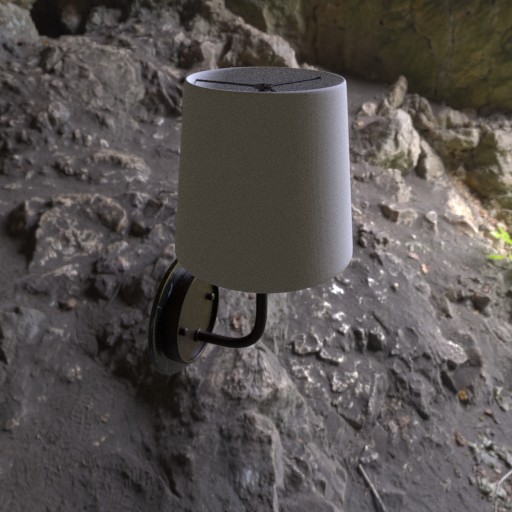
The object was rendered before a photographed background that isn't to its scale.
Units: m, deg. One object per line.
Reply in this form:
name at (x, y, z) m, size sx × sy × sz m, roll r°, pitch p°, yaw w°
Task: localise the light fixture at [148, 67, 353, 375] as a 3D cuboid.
light fixture at (0.000, 0.000, 0.446) m, size 0.188 × 0.337 × 0.168 m, roll 10°, pitch 32°, yaw 17°
